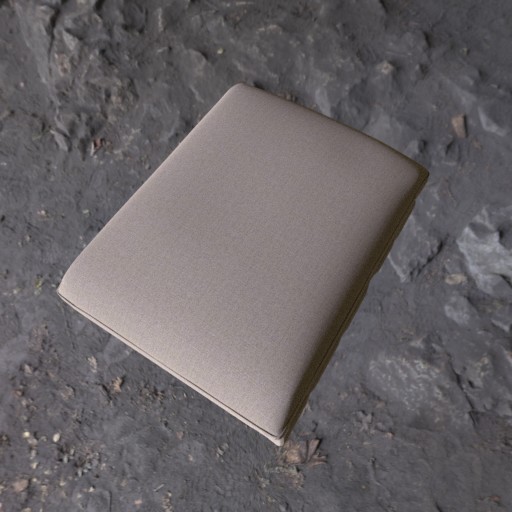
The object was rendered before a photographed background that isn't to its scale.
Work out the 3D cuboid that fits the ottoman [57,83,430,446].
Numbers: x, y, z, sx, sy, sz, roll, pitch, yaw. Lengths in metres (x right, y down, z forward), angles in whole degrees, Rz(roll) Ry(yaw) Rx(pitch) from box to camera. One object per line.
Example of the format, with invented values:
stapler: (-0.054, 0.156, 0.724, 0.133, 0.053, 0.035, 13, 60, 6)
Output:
ottoman: (0.000, 0.000, 1.059, 0.541, 0.463, 0.684, 30, 66, 14)
